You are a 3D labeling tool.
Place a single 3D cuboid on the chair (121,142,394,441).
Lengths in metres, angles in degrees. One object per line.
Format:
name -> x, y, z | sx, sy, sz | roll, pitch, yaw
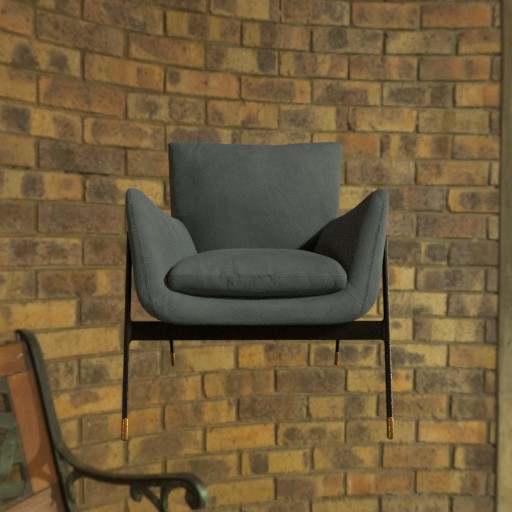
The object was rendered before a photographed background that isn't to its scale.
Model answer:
chair -> 0.000, 0.000, 1.381 | 0.678, 0.858, 0.709 | 0, 1, -1
